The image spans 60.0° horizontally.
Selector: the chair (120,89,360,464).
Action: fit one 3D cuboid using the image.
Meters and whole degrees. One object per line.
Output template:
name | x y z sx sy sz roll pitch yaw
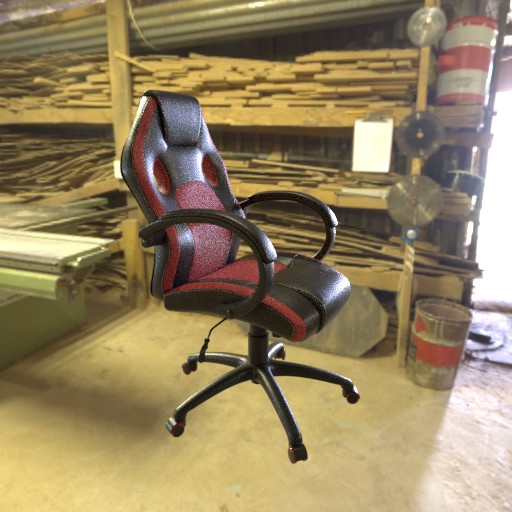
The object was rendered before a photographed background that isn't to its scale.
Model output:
chair | 0.000 0.000 1.663 0.783 1.189 0.750 7 16 26
